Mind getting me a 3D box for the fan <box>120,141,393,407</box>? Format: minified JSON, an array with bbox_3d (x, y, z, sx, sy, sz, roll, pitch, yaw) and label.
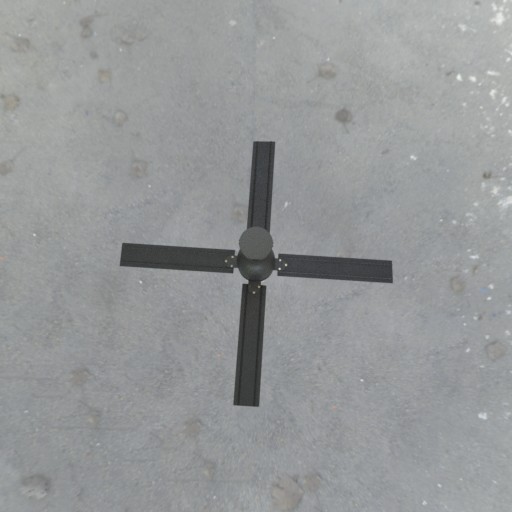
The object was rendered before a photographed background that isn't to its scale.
[{"bbox_3d":[0.000,0.000,2.021,1.319,0.410,1.319,2,75,1],"label":"fan"}]
